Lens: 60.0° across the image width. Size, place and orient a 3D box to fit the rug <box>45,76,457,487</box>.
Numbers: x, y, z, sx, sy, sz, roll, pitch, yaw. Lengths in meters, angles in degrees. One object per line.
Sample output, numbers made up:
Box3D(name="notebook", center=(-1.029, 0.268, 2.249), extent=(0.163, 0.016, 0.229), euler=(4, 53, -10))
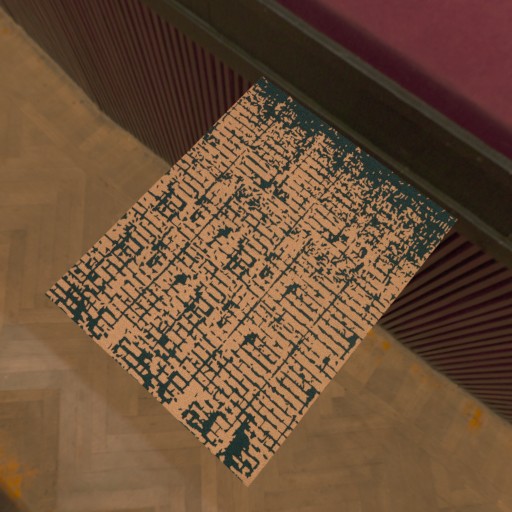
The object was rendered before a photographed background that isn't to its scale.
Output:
Box3D(name="rug", center=(0.000, 0.000, 4.079), extent=(2.416, 0.014, 3.017), euler=(40, 78, 10))
